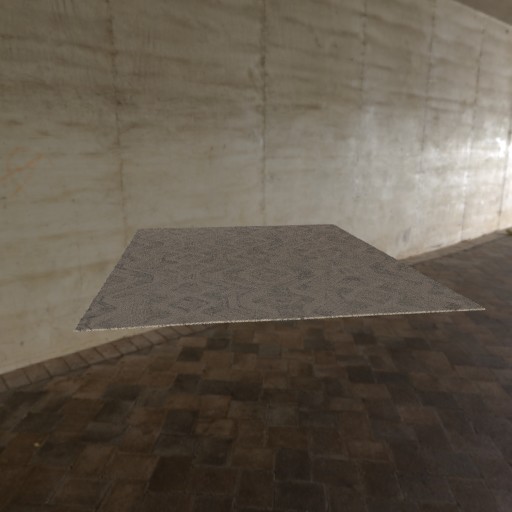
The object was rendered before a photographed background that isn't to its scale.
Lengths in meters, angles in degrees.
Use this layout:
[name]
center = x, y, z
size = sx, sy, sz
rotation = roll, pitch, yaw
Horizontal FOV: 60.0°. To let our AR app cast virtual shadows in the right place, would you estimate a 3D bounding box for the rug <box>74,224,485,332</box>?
[rug]
center = 0.000, 0.000, 4.026
size = 2.430, 0.030, 3.054
rotation = -2, 14, -8
